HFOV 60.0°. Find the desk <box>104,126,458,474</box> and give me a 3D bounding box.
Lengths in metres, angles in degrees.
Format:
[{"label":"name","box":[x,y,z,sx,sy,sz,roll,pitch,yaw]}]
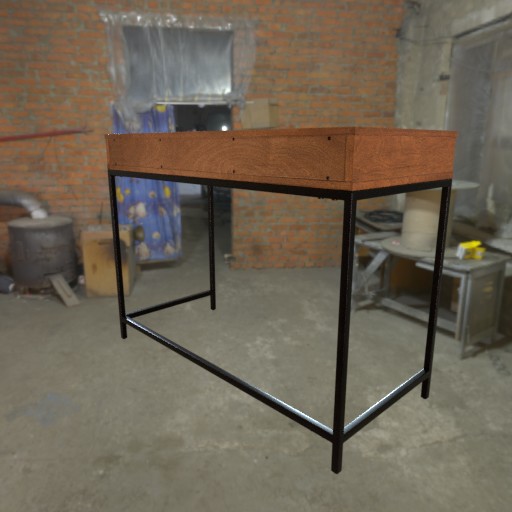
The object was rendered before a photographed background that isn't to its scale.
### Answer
[{"label":"desk","box":[0.000,0.000,1.424,0.470,0.762,1.016,-13,20,-42]}]
